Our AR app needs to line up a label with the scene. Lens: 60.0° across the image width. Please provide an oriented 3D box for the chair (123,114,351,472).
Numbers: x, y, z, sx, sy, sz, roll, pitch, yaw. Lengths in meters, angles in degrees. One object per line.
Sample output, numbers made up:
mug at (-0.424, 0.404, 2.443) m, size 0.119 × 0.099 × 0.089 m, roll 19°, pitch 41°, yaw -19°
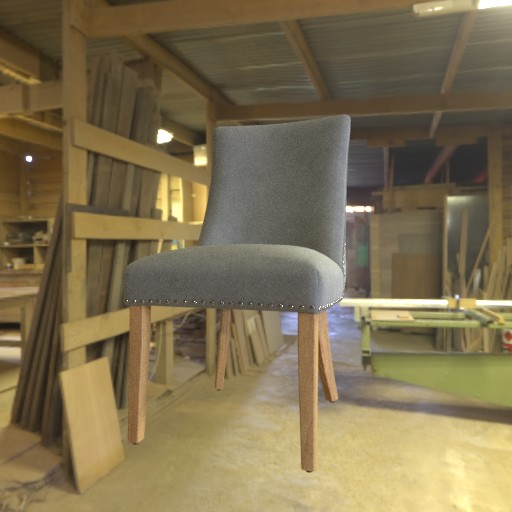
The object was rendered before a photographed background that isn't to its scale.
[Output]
chair at (0.000, 0.000, 1.260) m, size 0.495 × 0.902 × 0.610 m, roll 0°, pitch 0°, yaw 19°
